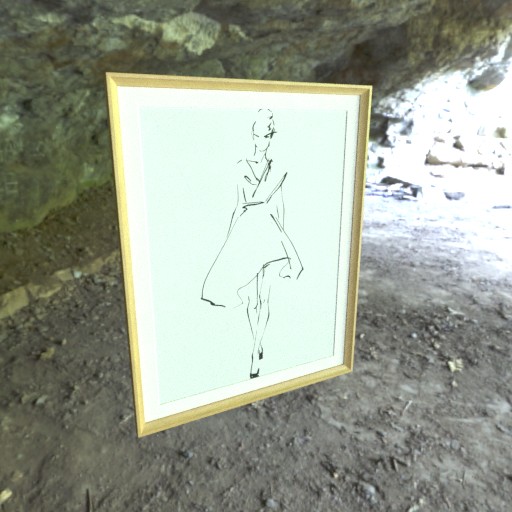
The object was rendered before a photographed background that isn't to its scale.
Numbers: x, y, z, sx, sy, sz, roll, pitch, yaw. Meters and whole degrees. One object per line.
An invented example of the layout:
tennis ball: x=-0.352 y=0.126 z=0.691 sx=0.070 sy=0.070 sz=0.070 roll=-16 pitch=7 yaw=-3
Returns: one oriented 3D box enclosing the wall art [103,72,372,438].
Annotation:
wall art: x=0.000 y=0.000 z=1.354 sx=0.798 sy=1.002 sz=0.030 roll=-8 pitch=18 yaw=-26
